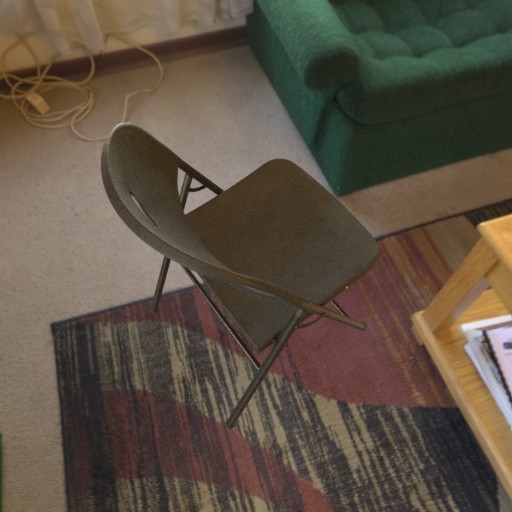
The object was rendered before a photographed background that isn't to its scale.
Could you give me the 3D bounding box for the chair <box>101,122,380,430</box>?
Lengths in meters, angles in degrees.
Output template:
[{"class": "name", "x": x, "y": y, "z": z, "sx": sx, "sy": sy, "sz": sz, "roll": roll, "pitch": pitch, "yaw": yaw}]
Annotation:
[{"class": "chair", "x": 0.000, "y": 0.000, "z": 1.158, "sx": 0.566, "sy": 0.810, "sz": 0.494, "roll": -31, "pitch": 63, "yaw": -18}]
